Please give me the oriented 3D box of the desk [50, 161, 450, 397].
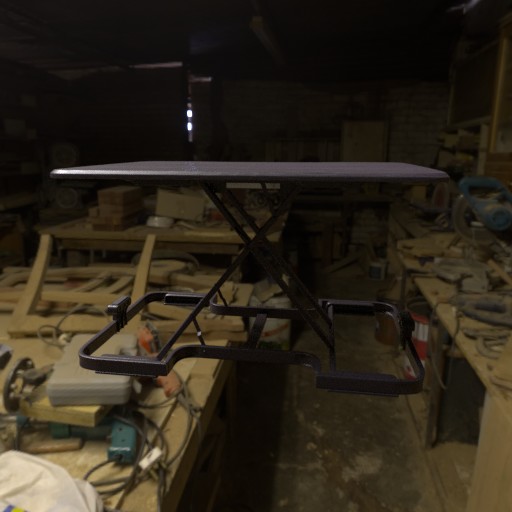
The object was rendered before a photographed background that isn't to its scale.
[{"bbox_3d":[0.000,0.000,1.173,0.820,0.470,0.546,2,14,8],"label":"desk"}]
